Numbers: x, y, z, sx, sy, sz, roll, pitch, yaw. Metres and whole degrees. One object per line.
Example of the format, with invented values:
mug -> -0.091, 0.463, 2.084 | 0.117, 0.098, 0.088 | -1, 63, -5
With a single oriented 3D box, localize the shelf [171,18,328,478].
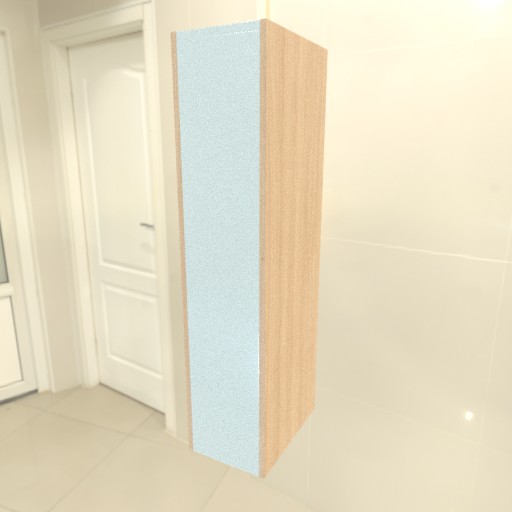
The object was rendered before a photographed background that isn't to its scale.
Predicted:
shelf -> 0.000, 0.000, 0.993 | 0.197, 0.882, 0.290 | 8, 16, 28
